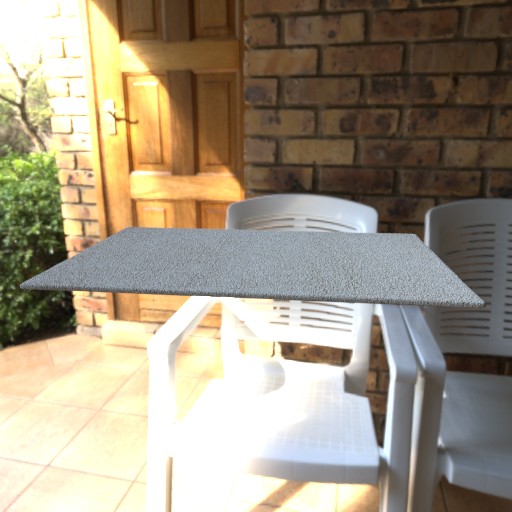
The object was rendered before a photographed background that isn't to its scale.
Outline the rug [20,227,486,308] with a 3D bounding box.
[{"bbox_3d":[0.000,0.000,3.015,2.438,0.030,1.524,2,16,6],"label":"rug"}]
